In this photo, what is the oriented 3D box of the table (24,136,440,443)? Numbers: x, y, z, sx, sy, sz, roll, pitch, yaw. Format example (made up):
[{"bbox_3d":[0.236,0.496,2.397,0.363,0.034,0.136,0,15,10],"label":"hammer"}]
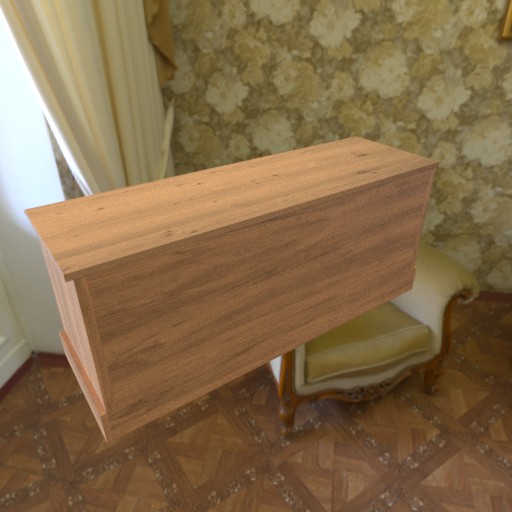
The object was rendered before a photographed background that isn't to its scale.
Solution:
[{"bbox_3d":[0.000,0.000,1.435,1.200,0.510,0.400,-19,36,-30],"label":"table"}]
